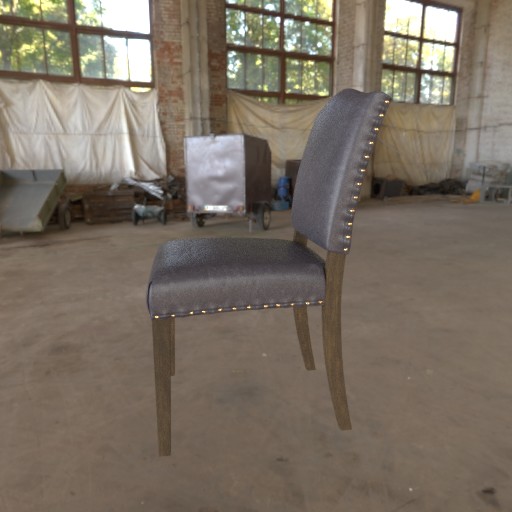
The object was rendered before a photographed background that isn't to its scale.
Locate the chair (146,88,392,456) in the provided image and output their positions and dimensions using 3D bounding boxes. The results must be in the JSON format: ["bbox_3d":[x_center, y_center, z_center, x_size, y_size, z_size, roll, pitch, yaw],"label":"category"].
[{"bbox_3d":[0.000,0.000,1.375,0.633,0.991,0.500,-2,13,-9],"label":"chair"}]
